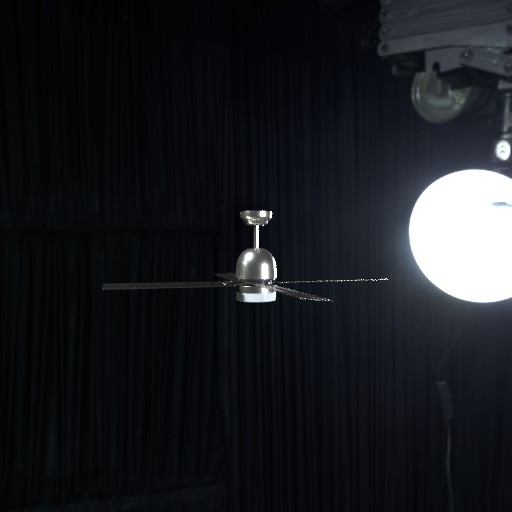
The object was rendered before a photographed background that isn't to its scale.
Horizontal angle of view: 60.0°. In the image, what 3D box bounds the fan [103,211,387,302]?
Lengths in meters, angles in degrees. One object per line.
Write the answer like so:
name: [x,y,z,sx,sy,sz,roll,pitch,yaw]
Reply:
fan: [0.000,0.000,2.055,1.346,0.406,1.346,0,1,-19]
